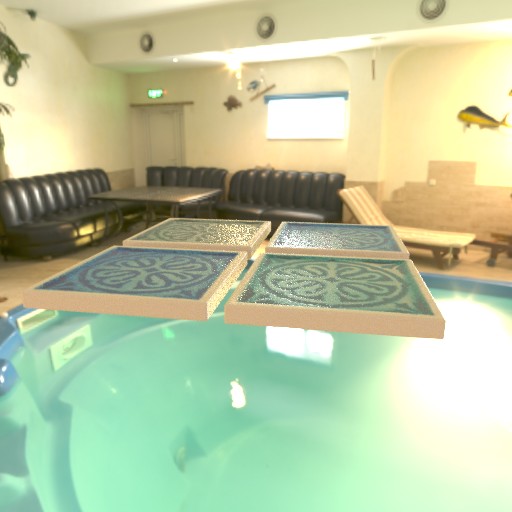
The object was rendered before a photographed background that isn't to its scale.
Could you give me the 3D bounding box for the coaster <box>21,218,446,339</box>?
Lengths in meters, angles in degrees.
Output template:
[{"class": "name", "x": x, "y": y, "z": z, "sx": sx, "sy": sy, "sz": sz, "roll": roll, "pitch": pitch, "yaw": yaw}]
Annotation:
[{"class": "coaster", "x": 0.000, "y": 0.000, "z": 0.321, "sx": 0.214, "sy": 0.010, "sz": 0.219, "roll": 3, "pitch": 15, "yaw": 10}]
